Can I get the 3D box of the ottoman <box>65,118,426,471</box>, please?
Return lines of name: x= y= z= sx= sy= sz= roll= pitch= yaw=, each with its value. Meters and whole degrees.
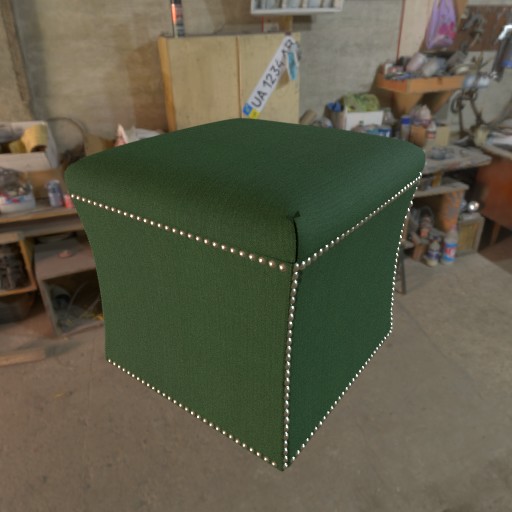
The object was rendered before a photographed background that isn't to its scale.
ottoman: x=0.000 y=0.000 z=0.906 sx=0.497 sy=0.475 sz=0.507 roll=19 pitch=33 yaw=32
